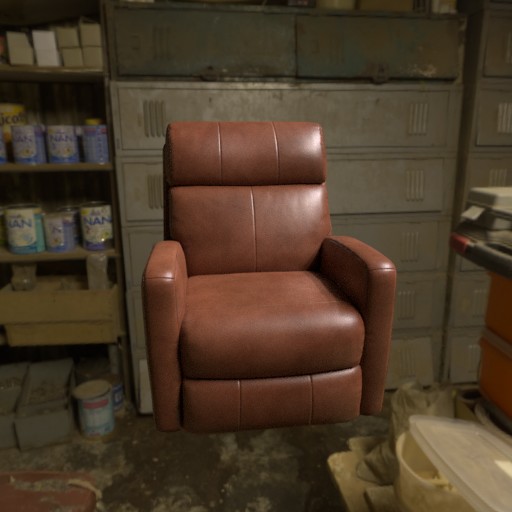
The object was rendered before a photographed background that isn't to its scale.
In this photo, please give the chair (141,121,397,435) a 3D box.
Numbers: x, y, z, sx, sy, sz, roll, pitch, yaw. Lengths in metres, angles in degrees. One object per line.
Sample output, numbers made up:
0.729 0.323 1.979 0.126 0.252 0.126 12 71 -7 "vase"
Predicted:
0.000 0.000 1.709 0.787 1.016 0.939 -2 15 -7 "chair"
